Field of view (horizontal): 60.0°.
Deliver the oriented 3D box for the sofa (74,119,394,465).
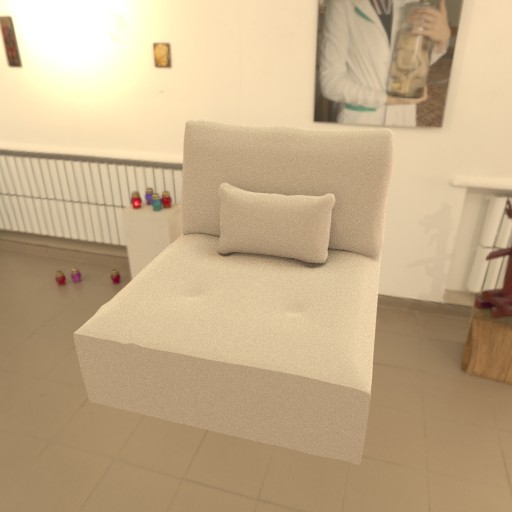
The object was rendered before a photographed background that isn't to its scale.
[{"bbox_3d":[0.000,0.000,1.677,0.935,0.828,1.000,7,28,14],"label":"sofa"}]
